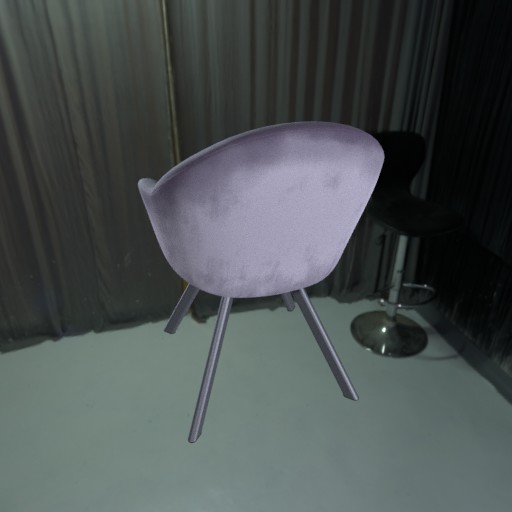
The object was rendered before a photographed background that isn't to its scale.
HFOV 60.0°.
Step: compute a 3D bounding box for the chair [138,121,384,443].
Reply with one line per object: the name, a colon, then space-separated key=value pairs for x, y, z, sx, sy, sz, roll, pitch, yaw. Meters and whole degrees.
chair: x=0.000 y=0.000 z=1.179 sx=0.550 sy=0.795 sz=0.590 roll=-9 pitch=29 yaw=-16
